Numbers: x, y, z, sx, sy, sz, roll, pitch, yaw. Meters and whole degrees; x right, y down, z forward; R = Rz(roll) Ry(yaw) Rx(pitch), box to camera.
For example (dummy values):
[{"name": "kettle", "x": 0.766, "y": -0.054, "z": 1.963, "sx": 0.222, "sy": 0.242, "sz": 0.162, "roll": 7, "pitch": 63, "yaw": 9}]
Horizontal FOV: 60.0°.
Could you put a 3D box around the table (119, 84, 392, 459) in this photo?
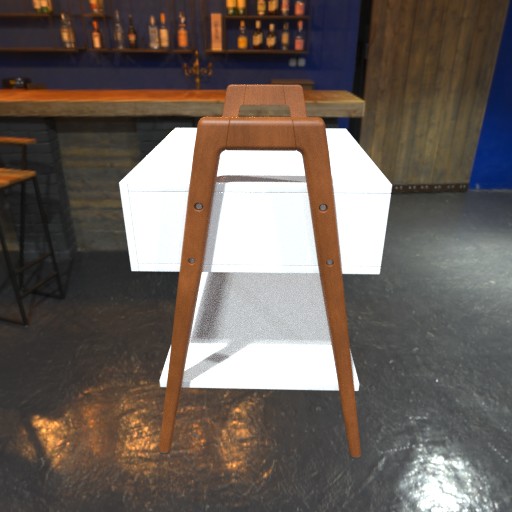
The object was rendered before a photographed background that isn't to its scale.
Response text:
[{"name": "table", "x": 0.000, "y": 0.000, "z": 0.897, "sx": 0.405, "sy": 0.610, "sz": 0.457, "roll": 1, "pitch": 26, "yaw": 1}]
